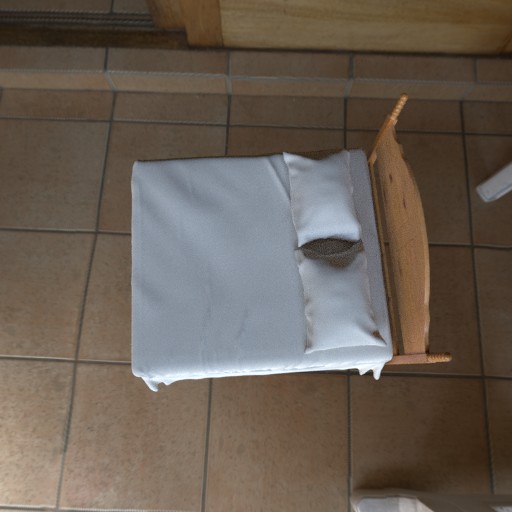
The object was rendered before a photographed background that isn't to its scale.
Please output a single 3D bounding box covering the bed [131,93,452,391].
[{"bbox_3d":[0.000,0.000,3.209,2.040,1.356,1.873,-4,76,-1],"label":"bed"}]
